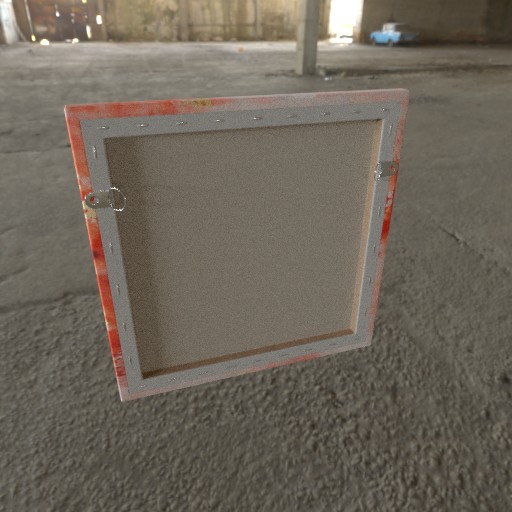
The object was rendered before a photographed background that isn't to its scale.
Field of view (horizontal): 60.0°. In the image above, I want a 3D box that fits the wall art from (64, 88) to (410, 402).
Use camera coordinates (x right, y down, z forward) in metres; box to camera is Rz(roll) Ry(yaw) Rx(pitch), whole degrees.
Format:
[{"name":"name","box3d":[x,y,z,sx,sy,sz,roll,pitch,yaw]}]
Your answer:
[{"name":"wall art","box3d":[0.000,0.000,1.096,0.747,0.746,0.064,-9,29,-16]}]
